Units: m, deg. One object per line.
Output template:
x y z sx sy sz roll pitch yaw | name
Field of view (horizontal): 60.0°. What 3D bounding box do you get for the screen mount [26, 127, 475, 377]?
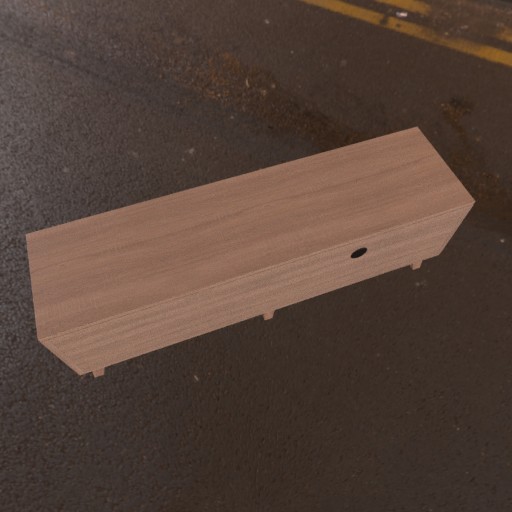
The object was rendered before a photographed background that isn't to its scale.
0.000 0.000 1.739 1.500 0.509 0.401 -17 61 -10 | screen mount
